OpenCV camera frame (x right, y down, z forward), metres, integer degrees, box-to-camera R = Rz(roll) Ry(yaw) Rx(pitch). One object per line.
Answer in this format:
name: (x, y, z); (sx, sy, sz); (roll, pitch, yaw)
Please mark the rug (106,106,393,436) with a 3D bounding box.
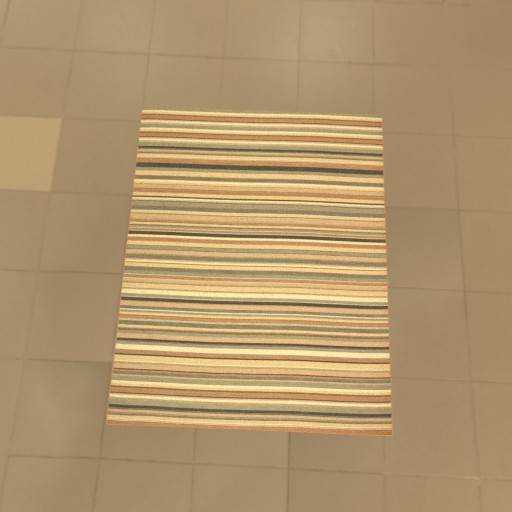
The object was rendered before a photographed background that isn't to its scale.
rug: (0.000, 0.000, 4.124); (2.436, 0.011, 3.045); (2, 76, 1)
